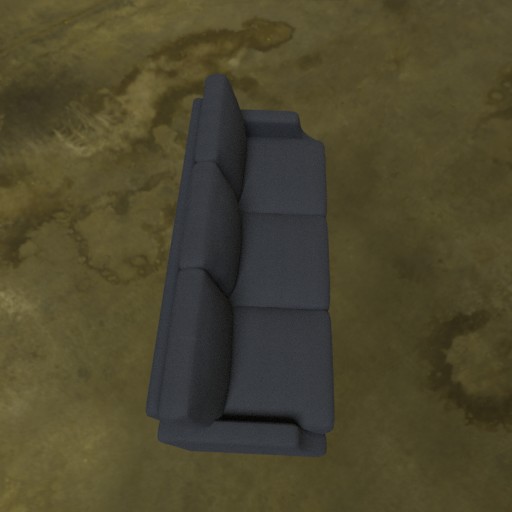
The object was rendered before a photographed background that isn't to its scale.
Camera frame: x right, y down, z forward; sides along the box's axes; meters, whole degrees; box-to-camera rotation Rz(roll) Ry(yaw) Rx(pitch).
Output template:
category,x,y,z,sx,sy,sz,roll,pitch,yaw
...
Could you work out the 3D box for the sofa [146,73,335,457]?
category,x,y,z,sx,sy,sz,roll,pitch,yaw
sofa,0.000,0.000,2.636,0.888,0.984,2.115,2,62,1
